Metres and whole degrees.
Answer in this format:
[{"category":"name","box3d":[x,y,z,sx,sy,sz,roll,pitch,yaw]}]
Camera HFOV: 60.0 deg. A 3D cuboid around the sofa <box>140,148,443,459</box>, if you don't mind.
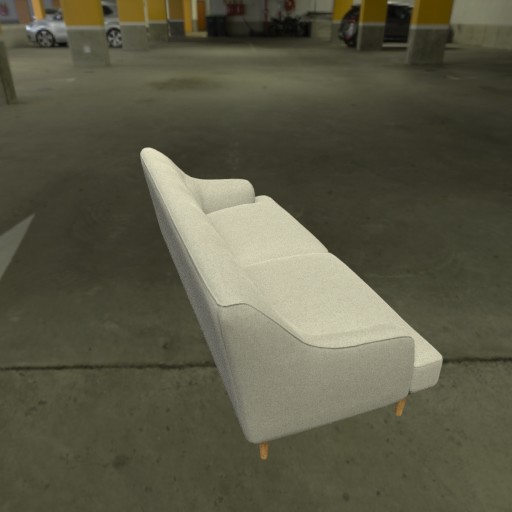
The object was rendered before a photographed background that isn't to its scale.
[{"category":"sofa","box3d":[0.000,0.000,2.530,0.978,0.871,2.057,-10,30,-18]}]
